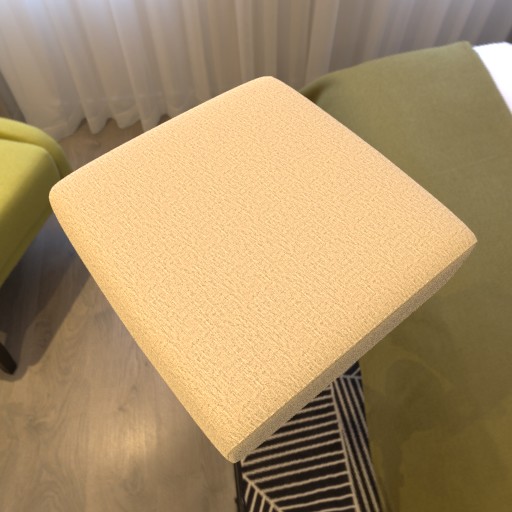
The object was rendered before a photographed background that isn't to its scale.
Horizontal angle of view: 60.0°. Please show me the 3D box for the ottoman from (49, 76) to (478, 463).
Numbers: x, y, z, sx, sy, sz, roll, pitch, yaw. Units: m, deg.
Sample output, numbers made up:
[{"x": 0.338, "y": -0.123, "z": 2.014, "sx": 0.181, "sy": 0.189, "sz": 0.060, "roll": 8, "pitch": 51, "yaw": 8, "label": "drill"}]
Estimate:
[{"x": 0.000, "y": 0.000, "z": 1.024, "sx": 0.649, "sy": 0.398, "sz": 0.650, "roll": -34, "pitch": 64, "yaw": -19, "label": "ottoman"}]
